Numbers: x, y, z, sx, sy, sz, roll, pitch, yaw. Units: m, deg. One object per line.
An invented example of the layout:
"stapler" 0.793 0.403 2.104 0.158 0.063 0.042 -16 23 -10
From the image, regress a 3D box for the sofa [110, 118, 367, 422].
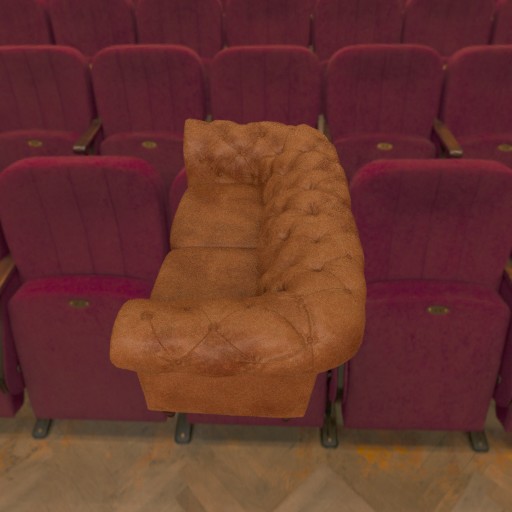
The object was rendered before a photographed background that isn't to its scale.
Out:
"sofa" 0.000 0.000 2.532 1.042 0.877 1.979 1 41 2
